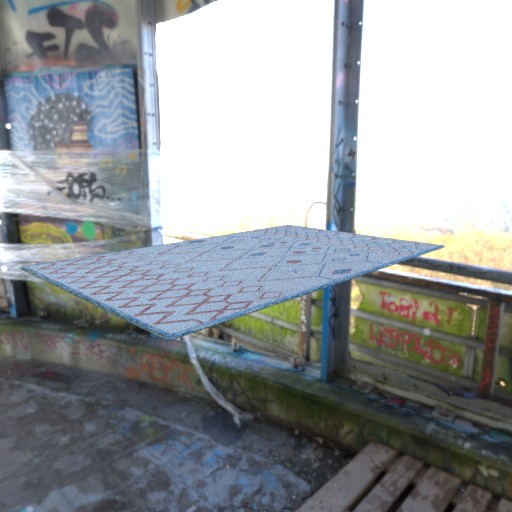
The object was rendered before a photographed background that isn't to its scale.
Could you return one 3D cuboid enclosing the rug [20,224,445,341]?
[{"bbox_3d":[0.000,0.000,2.946,1.524,0.015,2.438,12,17,43],"label":"rug"}]
